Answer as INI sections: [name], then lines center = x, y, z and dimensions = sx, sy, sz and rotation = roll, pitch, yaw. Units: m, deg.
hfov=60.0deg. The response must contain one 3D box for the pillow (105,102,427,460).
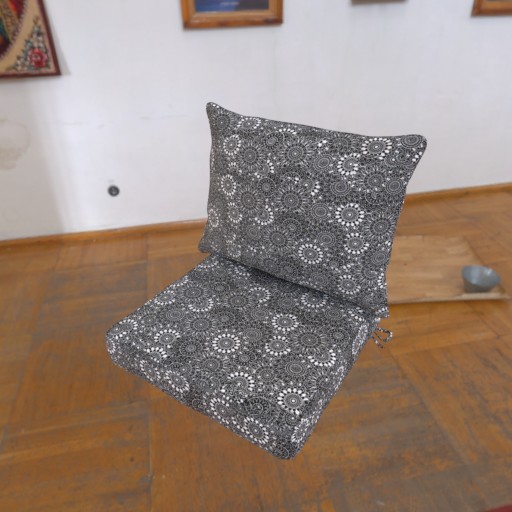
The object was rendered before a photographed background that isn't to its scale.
[pillow]
center = 0.000, 0.000, 1.365
dimensions = 0.798, 0.722, 0.740
rotation = 19, 37, 27
